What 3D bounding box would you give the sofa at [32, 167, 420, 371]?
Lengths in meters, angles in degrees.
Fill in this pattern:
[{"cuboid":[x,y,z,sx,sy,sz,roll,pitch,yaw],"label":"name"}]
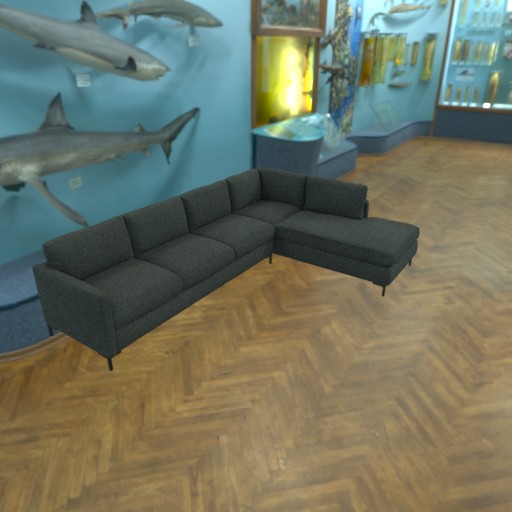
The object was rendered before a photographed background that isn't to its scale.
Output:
[{"cuboid":[0.000,0.000,3.878,2.007,0.815,2.949,17,30,31],"label":"sofa"}]
